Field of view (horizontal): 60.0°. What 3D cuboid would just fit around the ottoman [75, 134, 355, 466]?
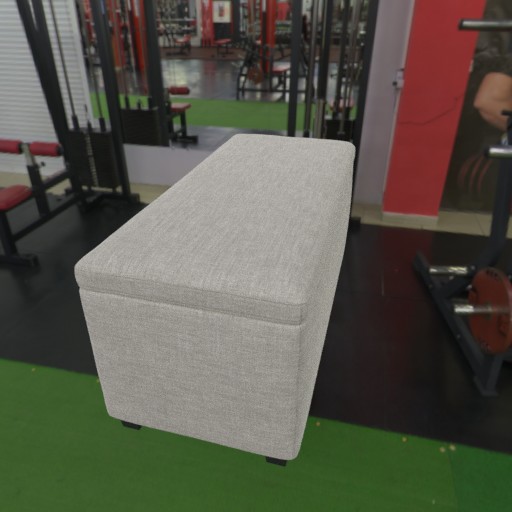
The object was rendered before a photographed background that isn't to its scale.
[{"bbox_3d":[0.000,0.000,1.152,0.419,0.432,0.902,8,31,14],"label":"ottoman"}]
